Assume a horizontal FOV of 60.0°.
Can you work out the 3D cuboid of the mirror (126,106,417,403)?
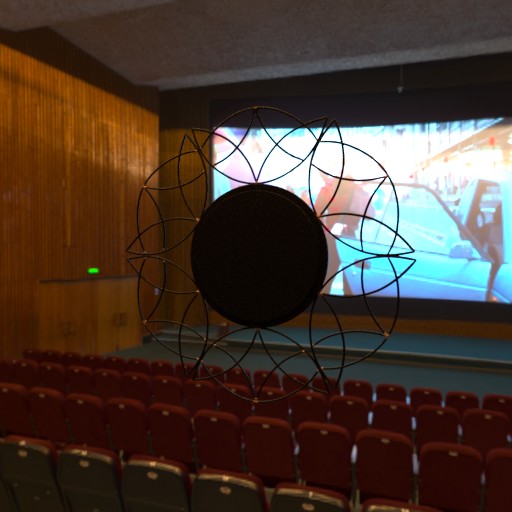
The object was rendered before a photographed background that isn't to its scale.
[{"bbox_3d":[0.000,0.000,1.167,0.797,0.775,0.028,0,2,18],"label":"mirror"}]
